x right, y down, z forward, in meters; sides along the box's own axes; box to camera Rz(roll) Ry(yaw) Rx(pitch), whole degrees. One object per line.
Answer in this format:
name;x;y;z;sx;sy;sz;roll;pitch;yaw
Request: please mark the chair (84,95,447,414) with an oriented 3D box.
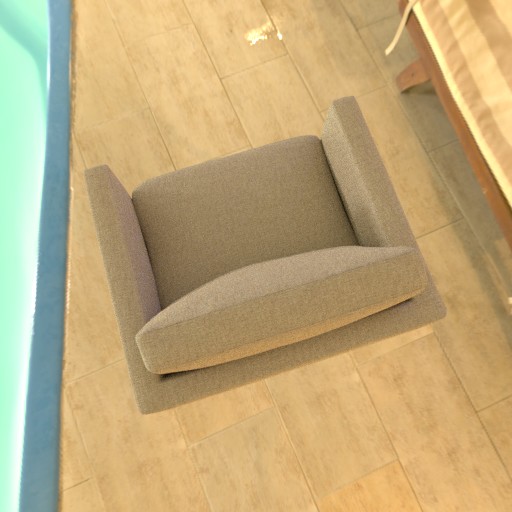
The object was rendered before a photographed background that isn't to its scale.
chair;0.000;0.000;1.845;1.107;0.961;0.959;-17;76;-4
